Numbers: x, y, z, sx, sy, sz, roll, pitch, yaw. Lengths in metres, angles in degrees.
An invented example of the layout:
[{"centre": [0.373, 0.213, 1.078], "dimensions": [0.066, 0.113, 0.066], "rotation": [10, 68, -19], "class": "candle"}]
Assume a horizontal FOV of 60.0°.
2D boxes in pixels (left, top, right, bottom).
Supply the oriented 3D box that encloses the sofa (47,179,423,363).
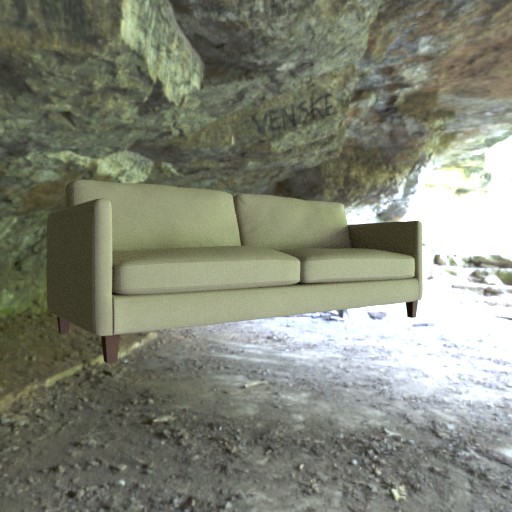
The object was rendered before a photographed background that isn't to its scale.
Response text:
[{"centre": [0.000, 0.000, 2.945], "dimensions": [2.404, 0.912, 0.988], "rotation": [0, 1, -36], "class": "sofa"}]
